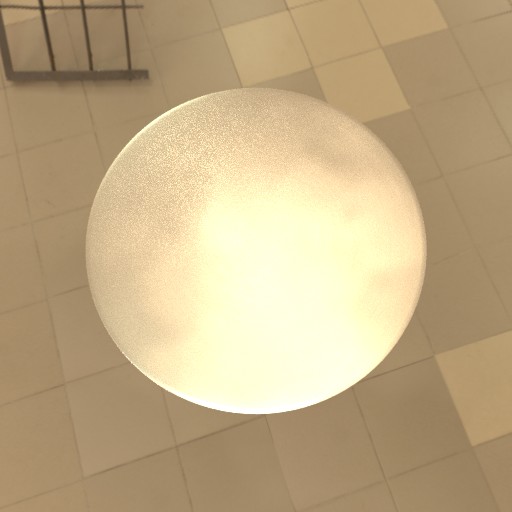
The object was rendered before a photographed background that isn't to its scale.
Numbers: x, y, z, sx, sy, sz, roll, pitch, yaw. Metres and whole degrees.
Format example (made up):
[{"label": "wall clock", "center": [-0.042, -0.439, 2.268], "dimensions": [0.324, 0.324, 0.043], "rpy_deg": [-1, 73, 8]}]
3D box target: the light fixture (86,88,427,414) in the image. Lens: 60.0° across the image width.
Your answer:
[{"label": "light fixture", "center": [0.000, 0.000, 0.429], "dimensions": [0.280, 0.135, 0.280], "rpy_deg": [0, 74, 0]}]
